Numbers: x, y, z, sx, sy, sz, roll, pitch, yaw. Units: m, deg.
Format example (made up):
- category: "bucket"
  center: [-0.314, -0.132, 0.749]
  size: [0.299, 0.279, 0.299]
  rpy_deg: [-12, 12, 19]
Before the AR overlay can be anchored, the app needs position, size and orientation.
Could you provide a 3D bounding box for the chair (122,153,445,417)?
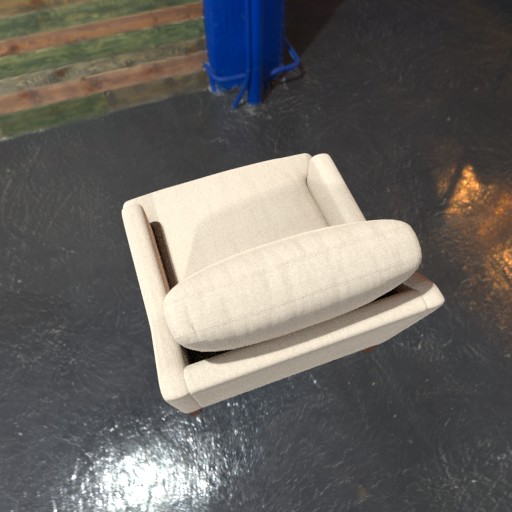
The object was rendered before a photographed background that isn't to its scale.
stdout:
- category: "chair"
  center: [0.000, 0.000, 1.725]
  size: [0.912, 0.916, 1.001]
  rpy_deg: [-17, 59, -10]
